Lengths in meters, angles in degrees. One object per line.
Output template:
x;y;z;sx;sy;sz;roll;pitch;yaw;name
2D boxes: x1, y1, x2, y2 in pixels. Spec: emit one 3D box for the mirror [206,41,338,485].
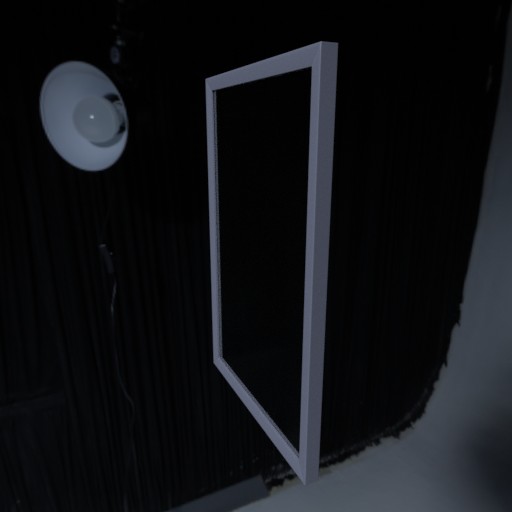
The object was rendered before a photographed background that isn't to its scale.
0.000;0.000;1.149;0.040;0.915;0.609;-7;17;-24;mirror
